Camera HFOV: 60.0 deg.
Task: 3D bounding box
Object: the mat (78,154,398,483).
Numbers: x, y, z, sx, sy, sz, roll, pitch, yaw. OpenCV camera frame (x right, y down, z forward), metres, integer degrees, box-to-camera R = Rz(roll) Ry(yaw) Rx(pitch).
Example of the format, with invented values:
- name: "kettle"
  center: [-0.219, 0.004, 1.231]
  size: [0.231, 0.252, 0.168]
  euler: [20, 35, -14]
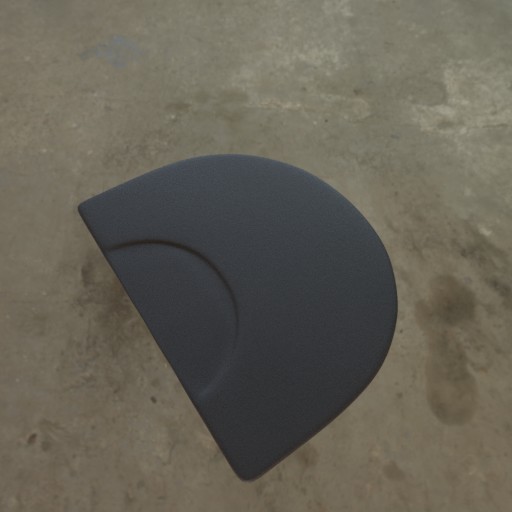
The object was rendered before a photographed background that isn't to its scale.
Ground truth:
- name: "mat"
  center: [0.000, 0.000, 1.626]
  size: [0.917, 0.016, 1.220]
  euler: [-30, 61, -18]
